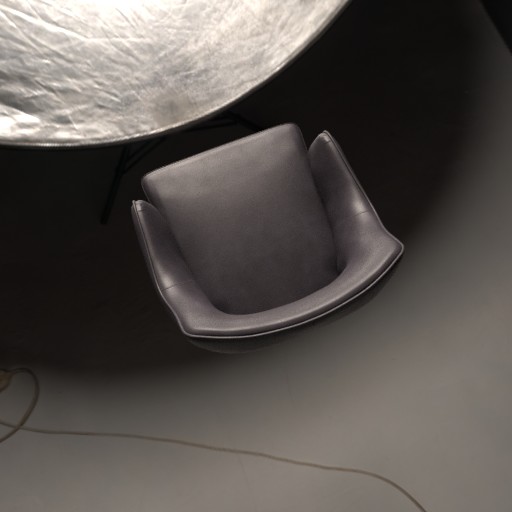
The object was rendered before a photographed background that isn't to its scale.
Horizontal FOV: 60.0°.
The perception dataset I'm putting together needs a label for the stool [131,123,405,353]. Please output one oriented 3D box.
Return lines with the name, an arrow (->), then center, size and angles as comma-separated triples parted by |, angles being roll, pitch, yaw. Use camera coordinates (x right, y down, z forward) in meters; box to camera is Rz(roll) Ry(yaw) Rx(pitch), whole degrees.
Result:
stool -> 0.000, 0.000, 1.330 | 0.550, 1.041, 0.560 | -21, 77, -5
